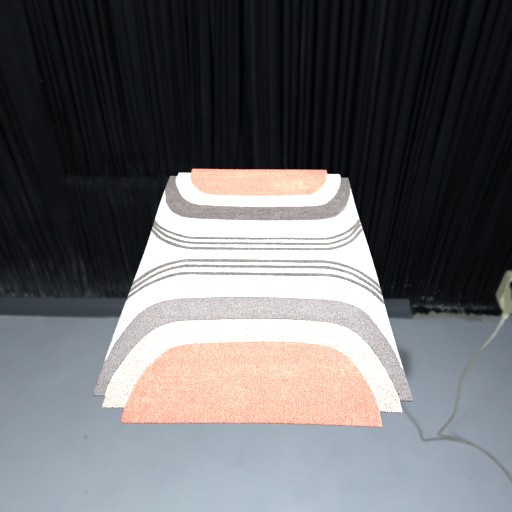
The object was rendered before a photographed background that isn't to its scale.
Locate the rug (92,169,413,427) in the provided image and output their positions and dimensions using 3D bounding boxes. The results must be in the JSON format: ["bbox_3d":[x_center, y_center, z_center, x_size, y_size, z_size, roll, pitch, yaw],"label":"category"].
[{"bbox_3d":[0.000,0.000,2.949,1.530,0.017,2.446,1,38,1],"label":"rug"}]
